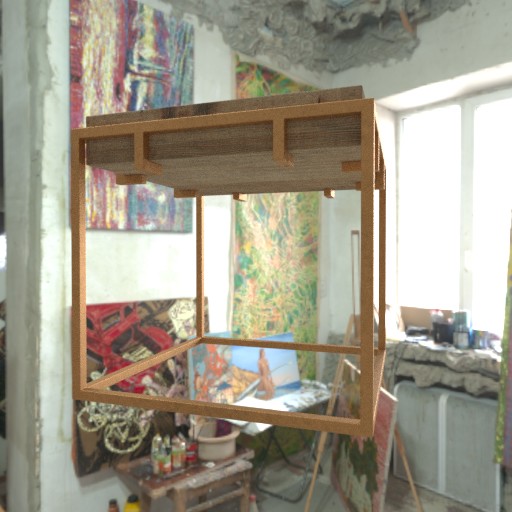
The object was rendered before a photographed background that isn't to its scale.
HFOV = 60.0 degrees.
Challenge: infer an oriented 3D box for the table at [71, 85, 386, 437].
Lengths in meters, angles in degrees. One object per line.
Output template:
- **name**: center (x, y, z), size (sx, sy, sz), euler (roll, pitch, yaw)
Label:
- **table**: center (0.000, 0.000, 1.099), size (0.599, 0.584, 0.599), euler (0, 1, 18)
